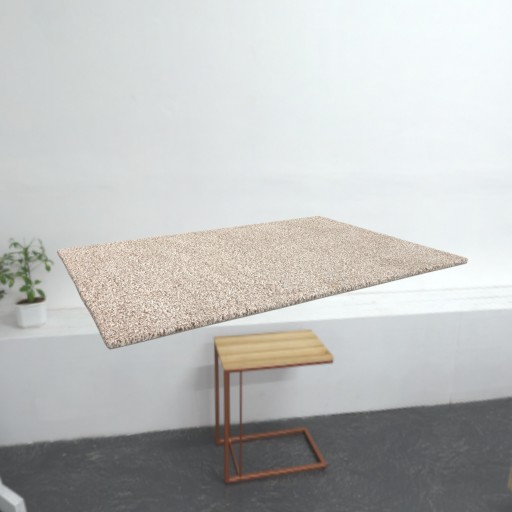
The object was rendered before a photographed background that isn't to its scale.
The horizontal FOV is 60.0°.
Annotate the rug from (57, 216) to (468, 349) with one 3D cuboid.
[{"bbox_3d":[0.000,0.000,2.311,1.778,0.030,1.219,-10,19,-29],"label":"rug"}]
